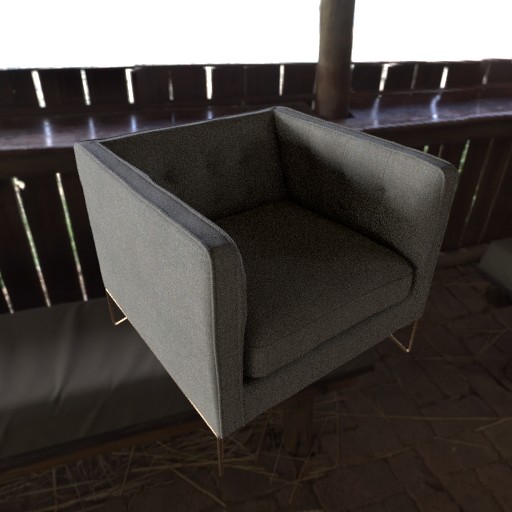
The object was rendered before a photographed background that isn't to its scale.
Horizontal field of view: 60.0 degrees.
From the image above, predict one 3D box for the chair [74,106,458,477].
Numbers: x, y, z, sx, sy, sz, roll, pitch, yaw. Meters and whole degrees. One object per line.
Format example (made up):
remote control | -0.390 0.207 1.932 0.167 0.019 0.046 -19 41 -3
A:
chair | 0.000 0.000 1.625 0.920 0.799 0.912 -21 37 -30
